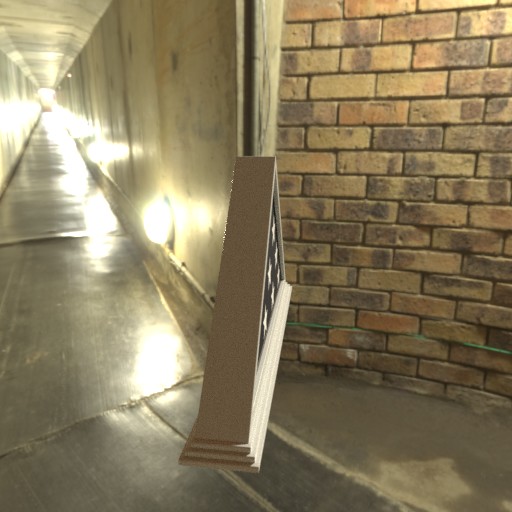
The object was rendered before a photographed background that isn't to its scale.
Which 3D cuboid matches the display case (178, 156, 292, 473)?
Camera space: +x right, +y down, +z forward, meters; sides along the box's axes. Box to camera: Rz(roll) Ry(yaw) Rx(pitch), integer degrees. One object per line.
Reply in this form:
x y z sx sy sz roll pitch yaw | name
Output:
0.000 0.000 0.775 0.095 0.340 0.640 2 15 8 | display case
